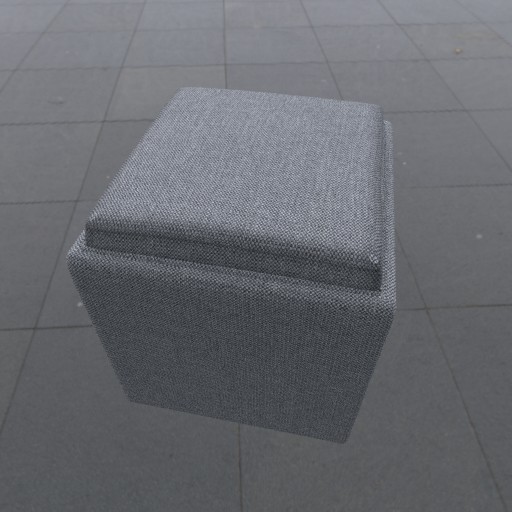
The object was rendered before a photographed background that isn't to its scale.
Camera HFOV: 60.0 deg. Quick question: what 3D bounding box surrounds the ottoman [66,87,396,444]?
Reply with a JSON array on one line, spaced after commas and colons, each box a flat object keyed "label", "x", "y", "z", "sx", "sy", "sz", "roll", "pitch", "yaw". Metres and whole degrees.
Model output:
[{"label": "ottoman", "x": 0.000, "y": 0.000, "z": 0.833, "sx": 0.436, "sy": 0.487, "sz": 0.454, "roll": 8, "pitch": 47, "yaw": 8}]
